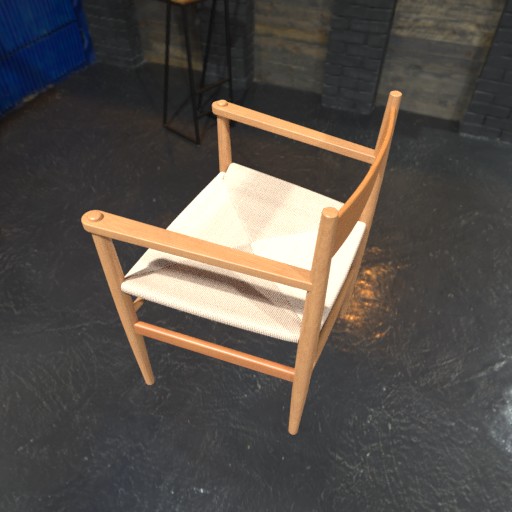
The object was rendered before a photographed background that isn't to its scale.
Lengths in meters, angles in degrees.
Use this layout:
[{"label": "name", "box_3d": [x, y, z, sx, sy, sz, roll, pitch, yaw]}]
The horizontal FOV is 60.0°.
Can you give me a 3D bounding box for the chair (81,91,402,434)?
[{"label": "chair", "box_3d": [0.000, 0.000, 1.118, 0.495, 0.762, 0.556, 19, 48, 18]}]
